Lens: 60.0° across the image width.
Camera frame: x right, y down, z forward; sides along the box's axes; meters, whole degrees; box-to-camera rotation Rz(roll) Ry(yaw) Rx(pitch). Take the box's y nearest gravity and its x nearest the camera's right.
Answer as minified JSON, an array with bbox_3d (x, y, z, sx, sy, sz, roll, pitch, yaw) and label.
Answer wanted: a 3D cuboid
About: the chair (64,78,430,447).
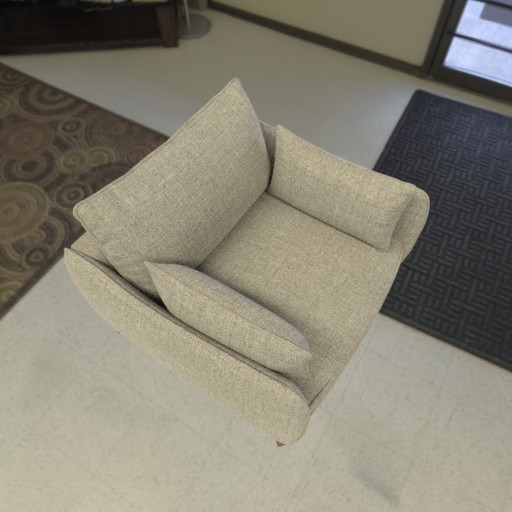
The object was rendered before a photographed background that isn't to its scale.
[{"bbox_3d":[0.000,0.000,1.687,0.976,0.839,0.993,29,61,18],"label":"chair"}]
